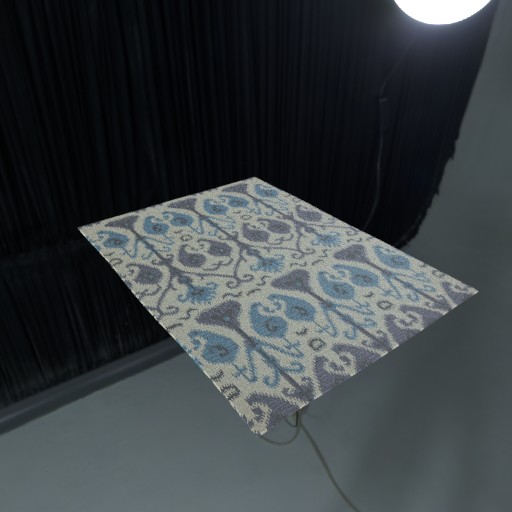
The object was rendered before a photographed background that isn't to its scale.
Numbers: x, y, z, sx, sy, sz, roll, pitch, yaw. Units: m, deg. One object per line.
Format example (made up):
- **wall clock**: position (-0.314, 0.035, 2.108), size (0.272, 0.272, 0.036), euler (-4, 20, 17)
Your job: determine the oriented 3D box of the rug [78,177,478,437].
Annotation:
- **rug**: position (0.000, 0.000, 3.011), size (1.676, 0.013, 2.261), euler (-22, 38, -31)
